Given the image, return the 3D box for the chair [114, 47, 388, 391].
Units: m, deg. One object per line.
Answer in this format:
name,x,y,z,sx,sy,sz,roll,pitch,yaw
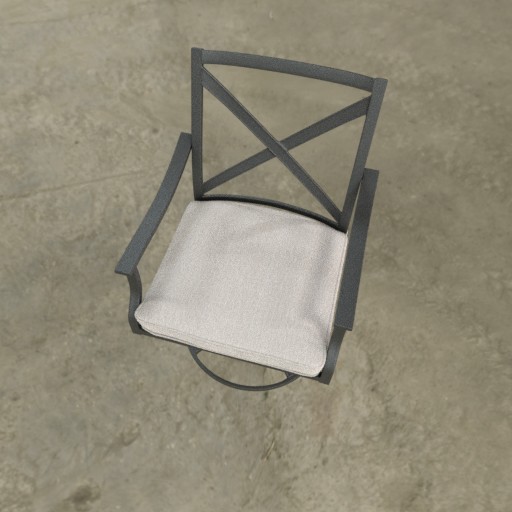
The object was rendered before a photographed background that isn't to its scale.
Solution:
chair,0.000,0.000,1.305,0.575,0.889,0.620,13,59,8
